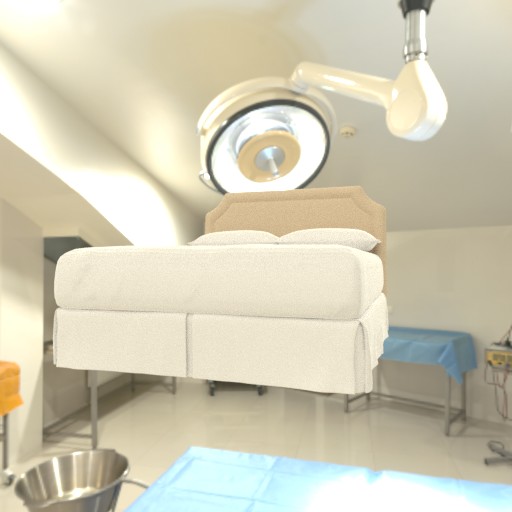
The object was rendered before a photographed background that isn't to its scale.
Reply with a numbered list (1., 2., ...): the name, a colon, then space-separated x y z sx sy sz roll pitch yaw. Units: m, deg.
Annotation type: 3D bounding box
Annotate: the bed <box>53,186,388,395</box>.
1. bed: 0.000 0.000 3.824 2.134 1.524 2.548 0 -1 19
